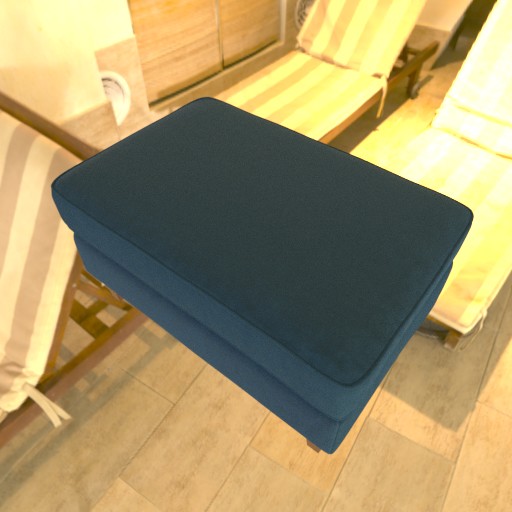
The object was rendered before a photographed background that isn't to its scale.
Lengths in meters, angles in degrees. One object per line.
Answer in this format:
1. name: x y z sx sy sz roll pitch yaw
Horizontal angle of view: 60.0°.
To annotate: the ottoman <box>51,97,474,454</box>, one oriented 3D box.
1. ottoman: 0.000 0.000 1.178 0.862 0.484 0.583 30 55 25
